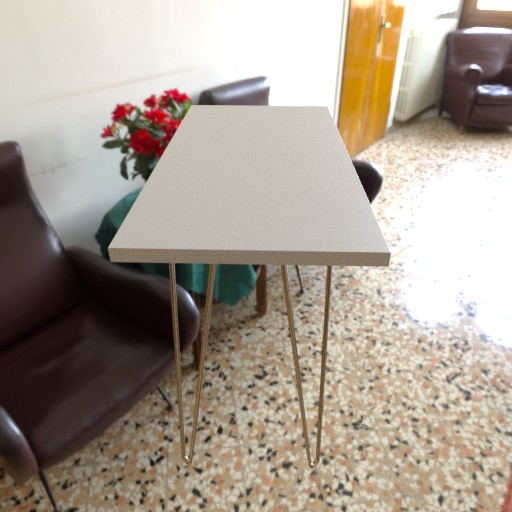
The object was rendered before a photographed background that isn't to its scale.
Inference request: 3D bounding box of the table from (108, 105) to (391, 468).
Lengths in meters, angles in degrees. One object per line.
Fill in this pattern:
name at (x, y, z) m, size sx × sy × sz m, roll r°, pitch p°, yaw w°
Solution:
table at (0.000, 0.000, 1.371) m, size 0.498 × 0.660 × 0.991 m, roll 1°, pitch 33°, yaw 1°
